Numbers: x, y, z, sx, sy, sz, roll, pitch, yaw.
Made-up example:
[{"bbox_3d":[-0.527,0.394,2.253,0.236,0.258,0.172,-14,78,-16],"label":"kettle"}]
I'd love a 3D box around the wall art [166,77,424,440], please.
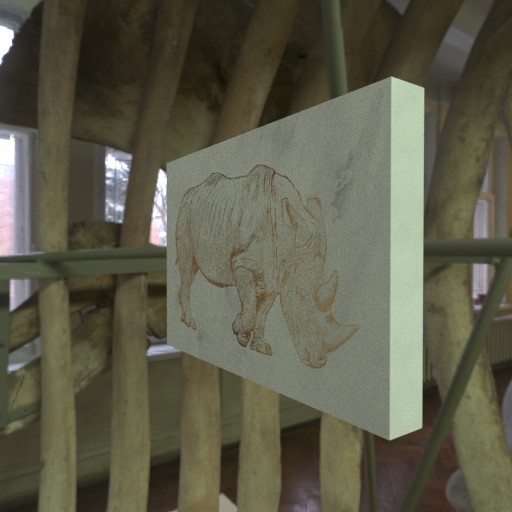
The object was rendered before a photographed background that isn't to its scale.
[{"bbox_3d":[0.000,0.000,0.476,0.038,0.254,0.381,-1,1,-35],"label":"wall art"}]
